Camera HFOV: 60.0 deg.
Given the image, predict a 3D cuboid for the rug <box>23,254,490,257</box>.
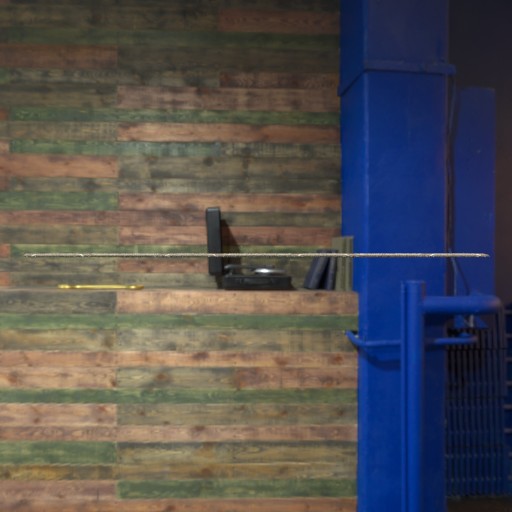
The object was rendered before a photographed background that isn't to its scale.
[{"bbox_3d":[0.000,0.000,2.354,1.836,0.012,1.239,0,0,0],"label":"rug"}]
